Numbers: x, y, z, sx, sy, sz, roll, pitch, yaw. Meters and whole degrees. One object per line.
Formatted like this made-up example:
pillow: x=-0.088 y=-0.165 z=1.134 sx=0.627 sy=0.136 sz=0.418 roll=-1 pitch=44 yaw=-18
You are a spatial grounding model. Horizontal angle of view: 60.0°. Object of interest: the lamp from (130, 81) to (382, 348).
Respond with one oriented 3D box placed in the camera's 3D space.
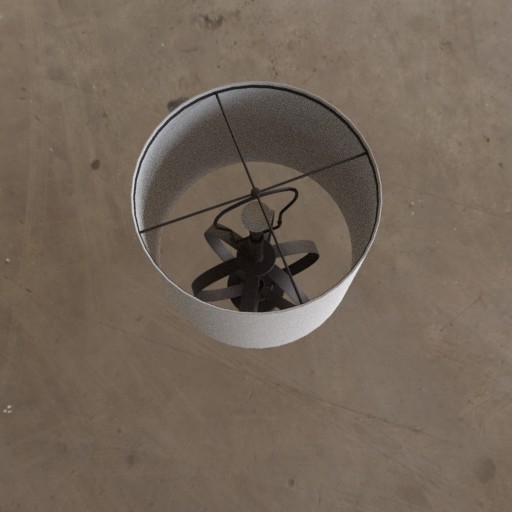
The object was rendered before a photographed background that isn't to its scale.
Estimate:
lamp: x=0.000 y=0.000 z=0.689 sx=0.286 sy=0.510 sz=0.286 roll=0 pitch=75 yaw=0
